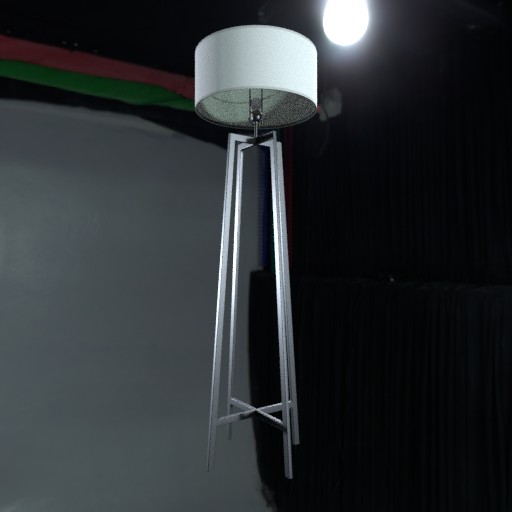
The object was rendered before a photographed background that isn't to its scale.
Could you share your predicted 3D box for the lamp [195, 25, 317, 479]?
[{"bbox_3d":[0.000,0.000,1.676,0.457,1.510,0.456,0,0,-35],"label":"lamp"}]
